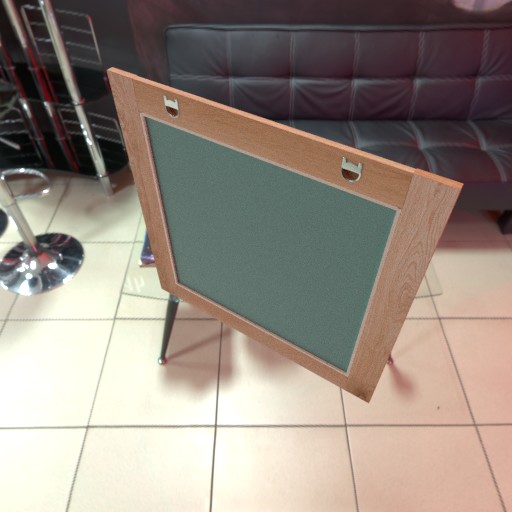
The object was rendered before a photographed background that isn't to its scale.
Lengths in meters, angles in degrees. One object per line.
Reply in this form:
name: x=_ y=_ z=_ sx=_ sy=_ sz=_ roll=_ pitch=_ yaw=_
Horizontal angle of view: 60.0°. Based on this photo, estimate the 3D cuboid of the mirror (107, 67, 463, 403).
mirror: x=0.000 y=0.000 z=1.164 sx=0.800 sy=0.800 sz=0.020 roll=25 pitch=52 yaw=21
